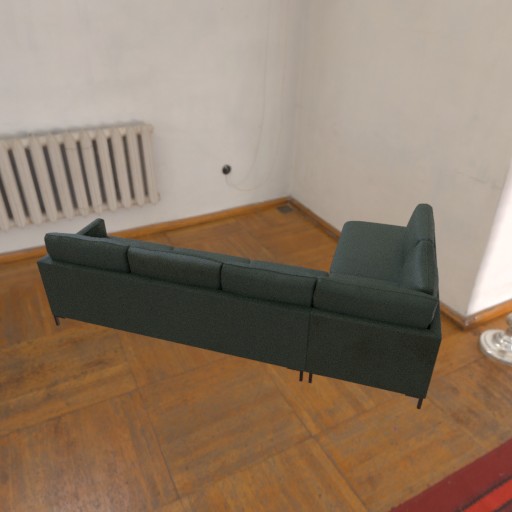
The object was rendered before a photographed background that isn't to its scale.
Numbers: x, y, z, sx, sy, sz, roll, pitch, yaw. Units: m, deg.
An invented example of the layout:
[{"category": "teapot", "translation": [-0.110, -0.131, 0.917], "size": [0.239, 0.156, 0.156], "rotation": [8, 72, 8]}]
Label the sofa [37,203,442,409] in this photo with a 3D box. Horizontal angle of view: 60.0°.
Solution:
[{"category": "sofa", "translation": [0.000, 0.000, 4.390], "size": [3.384, 0.996, 2.048], "rotation": [9, 32, 15]}]
